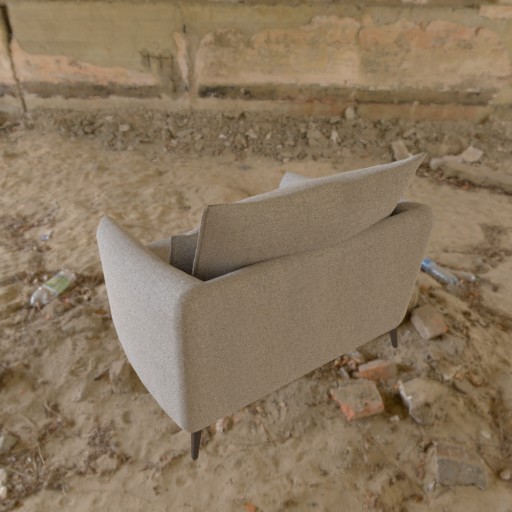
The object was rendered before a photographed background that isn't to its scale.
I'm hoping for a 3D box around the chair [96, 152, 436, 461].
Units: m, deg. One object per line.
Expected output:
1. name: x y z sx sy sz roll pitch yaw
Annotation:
1. chair: 0.000 0.000 1.635 1.029 0.856 0.801 -19 36 -28
